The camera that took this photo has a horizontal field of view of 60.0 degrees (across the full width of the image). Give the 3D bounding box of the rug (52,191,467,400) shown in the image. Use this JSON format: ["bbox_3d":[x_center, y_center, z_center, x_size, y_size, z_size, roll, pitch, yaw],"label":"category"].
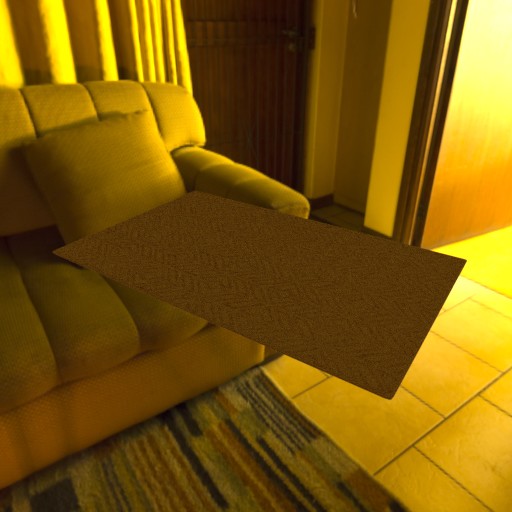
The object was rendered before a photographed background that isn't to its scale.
[{"bbox_3d":[0.000,0.000,3.055,2.438,0.008,1.523,18,33,30],"label":"rug"}]
